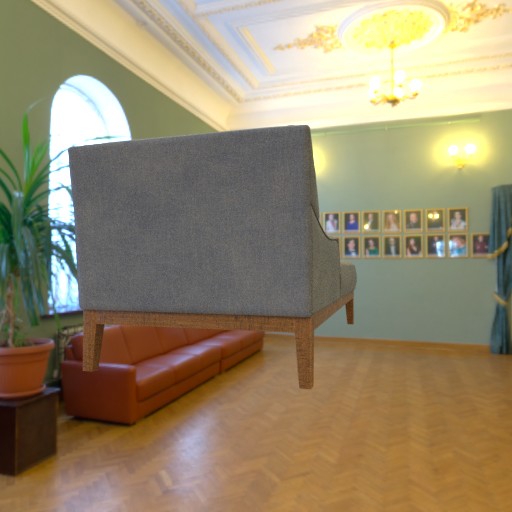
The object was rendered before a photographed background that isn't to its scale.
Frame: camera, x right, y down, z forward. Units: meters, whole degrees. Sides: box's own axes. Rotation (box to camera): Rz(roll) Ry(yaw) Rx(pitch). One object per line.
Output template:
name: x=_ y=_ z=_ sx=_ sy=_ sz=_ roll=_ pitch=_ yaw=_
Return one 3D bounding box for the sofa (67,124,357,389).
sofa: x=0.000 y=0.000 z=2.300 sx=0.904 sy=0.883 sz=1.779 roll=0 pitch=-1 yaw=17
